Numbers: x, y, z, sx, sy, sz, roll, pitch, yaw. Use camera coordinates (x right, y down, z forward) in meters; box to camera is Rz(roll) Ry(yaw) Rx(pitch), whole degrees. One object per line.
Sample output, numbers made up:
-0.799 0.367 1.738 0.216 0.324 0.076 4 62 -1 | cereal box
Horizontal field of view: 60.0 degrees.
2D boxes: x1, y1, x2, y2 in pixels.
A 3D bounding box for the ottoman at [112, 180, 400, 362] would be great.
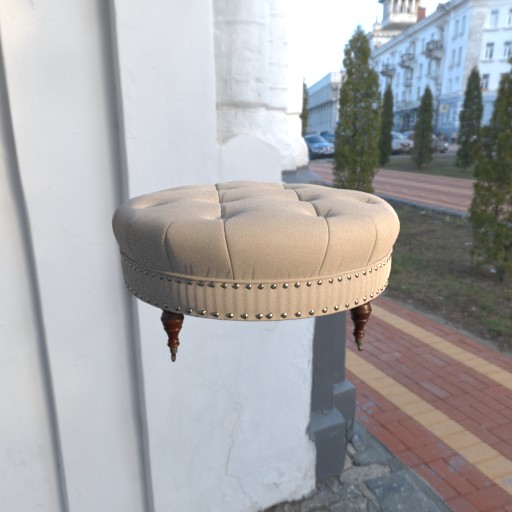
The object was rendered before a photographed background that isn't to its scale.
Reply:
0.000 0.000 1.462 0.901 0.439 0.901 0 16 0 | ottoman
